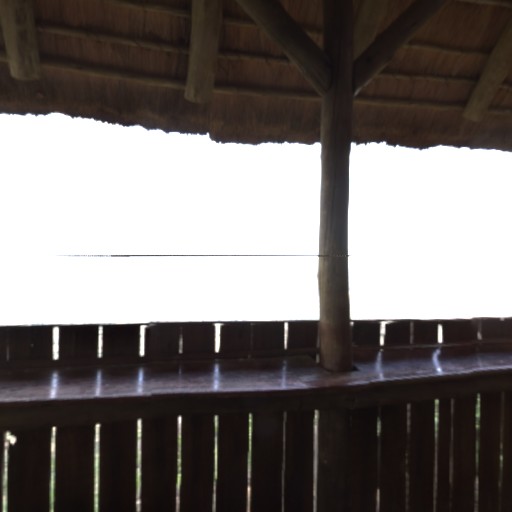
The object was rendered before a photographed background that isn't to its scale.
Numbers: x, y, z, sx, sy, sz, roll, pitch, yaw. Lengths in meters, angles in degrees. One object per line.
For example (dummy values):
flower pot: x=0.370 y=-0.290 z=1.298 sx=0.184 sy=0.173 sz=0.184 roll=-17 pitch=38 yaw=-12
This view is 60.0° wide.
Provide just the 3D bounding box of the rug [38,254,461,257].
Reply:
rug: x=0.000 y=0.000 z=3.006 sx=2.438 sy=0.010 sz=1.524 roll=0 pitch=0 yaw=-35
